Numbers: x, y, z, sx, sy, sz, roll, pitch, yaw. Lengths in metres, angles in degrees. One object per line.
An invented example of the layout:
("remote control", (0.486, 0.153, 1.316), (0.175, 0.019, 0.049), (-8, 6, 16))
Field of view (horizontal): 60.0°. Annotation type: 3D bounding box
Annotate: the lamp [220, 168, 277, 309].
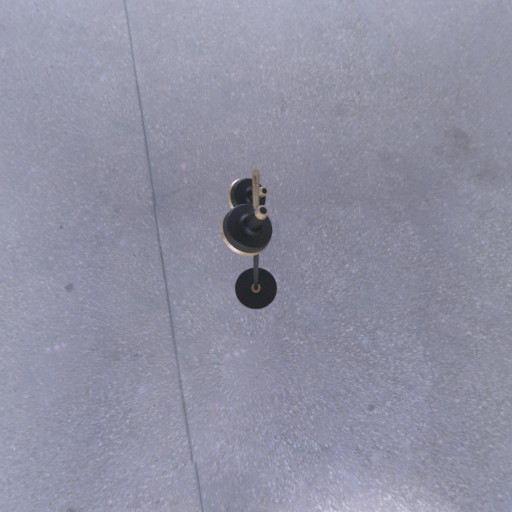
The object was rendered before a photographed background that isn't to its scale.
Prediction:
("lamp", (0.000, 0.000, 1.852), (0.253, 1.674, 0.351), (1, 76, 0))
